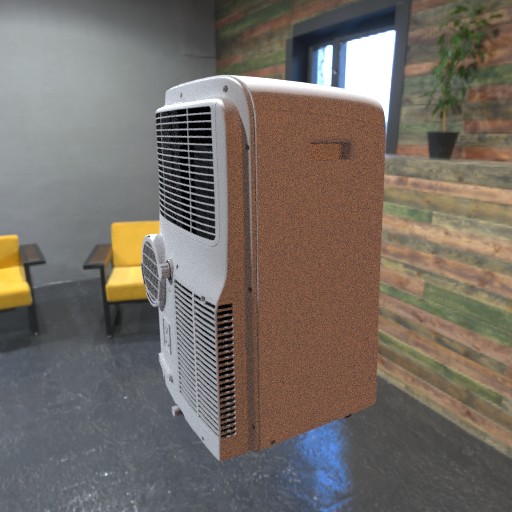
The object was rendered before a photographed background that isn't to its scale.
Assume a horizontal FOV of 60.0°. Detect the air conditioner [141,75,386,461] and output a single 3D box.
[{"bbox_3d":[0.000,0.000,1.068,0.467,0.765,0.478,-8,17,-27],"label":"air conditioner"}]
